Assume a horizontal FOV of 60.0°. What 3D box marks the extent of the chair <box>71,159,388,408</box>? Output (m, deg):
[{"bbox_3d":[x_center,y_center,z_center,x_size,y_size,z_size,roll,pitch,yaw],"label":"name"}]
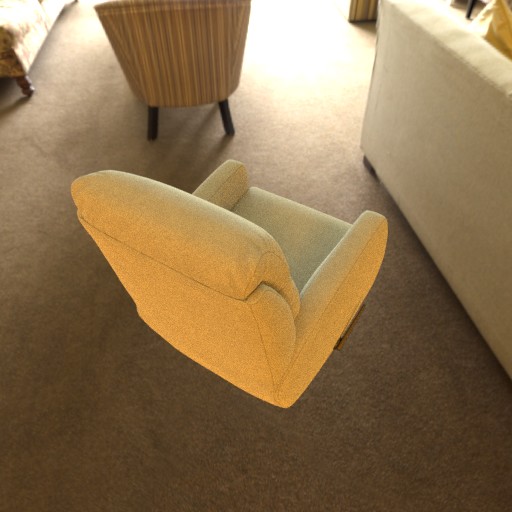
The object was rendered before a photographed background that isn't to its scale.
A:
[{"bbox_3d":[0.000,0.000,1.673,0.812,1.015,0.941,25,51,22],"label":"chair"}]
